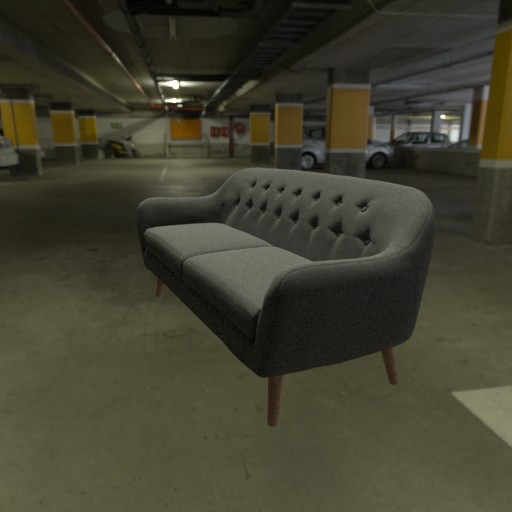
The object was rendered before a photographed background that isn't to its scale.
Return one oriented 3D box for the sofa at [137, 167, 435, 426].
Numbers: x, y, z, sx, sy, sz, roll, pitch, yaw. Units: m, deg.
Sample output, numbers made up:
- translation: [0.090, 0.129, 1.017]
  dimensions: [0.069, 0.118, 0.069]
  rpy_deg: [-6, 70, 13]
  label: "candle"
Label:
- translation: [0.000, 0.000, 2.286]
  dimensions: [0.820, 0.820, 1.840]
  rpy_deg: [-8, 17, -26]
  label: "sofa"
